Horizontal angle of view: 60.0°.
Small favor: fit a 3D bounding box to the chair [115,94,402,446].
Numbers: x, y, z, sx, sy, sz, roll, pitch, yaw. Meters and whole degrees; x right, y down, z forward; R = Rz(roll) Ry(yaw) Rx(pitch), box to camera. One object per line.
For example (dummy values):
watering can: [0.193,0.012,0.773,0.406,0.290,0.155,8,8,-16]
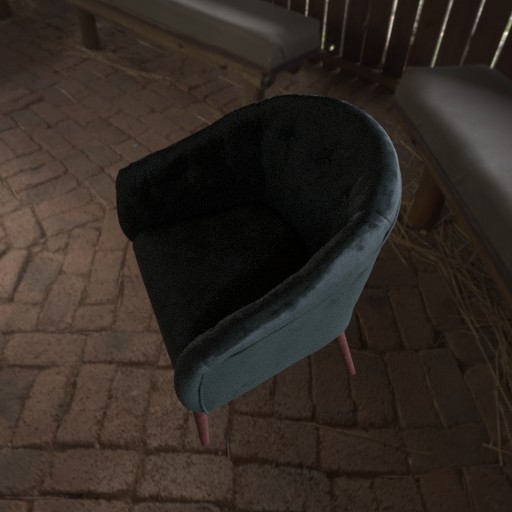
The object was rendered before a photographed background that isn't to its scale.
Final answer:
chair: [0.000,0.000,1.491,0.776,0.885,0.851,-18,50,-16]
